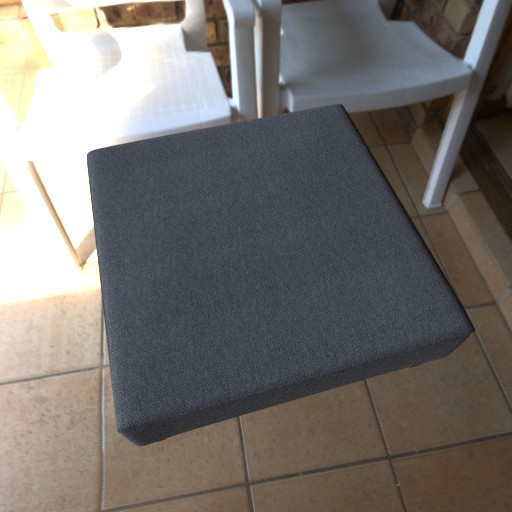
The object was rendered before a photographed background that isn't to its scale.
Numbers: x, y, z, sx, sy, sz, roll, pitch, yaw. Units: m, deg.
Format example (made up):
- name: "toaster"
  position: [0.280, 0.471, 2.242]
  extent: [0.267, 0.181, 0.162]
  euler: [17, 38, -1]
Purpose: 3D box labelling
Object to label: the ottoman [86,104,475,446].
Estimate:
- name: "ottoman"
  position: [0.000, 0.000, 1.495]
  extent: [0.970, 0.378, 0.981]
  euler: [-13, 58, -8]
